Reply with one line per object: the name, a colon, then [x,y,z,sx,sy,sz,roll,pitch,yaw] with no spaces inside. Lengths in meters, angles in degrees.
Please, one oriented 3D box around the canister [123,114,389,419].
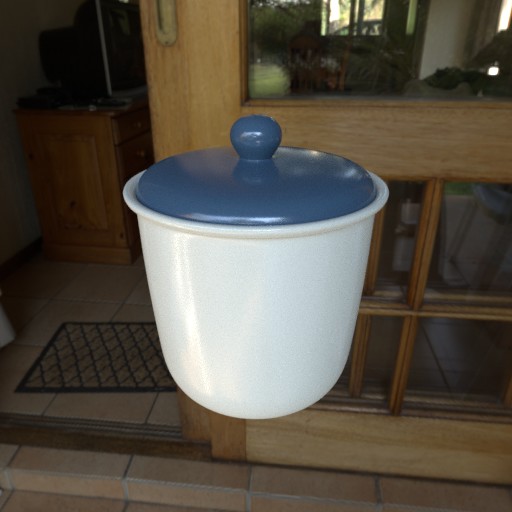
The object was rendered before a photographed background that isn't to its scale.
canister: [0.000,0.000,0.339,0.182,0.208,0.182,0,25,0]
